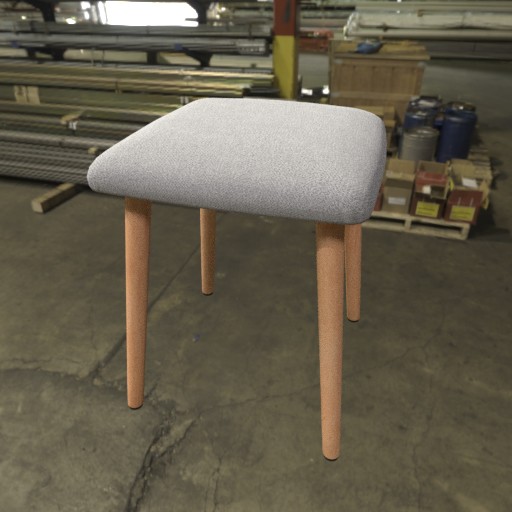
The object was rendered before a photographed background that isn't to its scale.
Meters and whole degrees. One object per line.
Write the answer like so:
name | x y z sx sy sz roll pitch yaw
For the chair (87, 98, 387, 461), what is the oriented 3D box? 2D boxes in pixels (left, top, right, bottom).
chair | 0.000 0.000 0.707 0.350 0.440 0.350 9 33 14
